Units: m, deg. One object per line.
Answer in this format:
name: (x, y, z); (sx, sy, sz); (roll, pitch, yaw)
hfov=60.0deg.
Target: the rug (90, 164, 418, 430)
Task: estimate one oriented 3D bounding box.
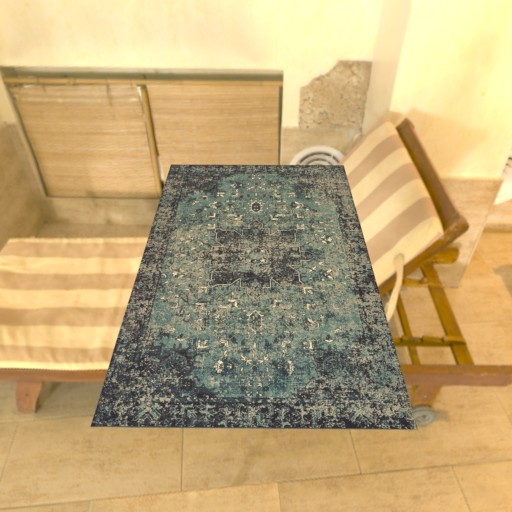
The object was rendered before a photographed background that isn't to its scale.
rug: (0.000, 0.000, 2.978); (1.525, 0.007, 2.440); (0, 41, 0)
